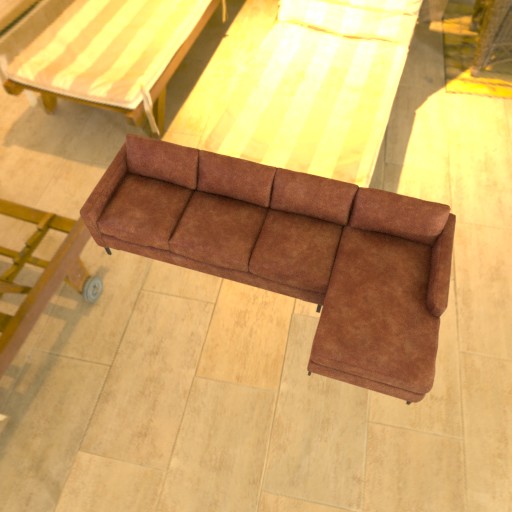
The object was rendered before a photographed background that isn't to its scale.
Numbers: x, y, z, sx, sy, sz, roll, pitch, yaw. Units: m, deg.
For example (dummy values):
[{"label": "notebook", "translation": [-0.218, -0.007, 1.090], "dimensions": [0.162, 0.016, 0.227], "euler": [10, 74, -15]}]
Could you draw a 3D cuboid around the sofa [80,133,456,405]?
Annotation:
[{"label": "sofa", "translation": [0.000, 0.000, 3.662], "dimensions": [2.993, 0.859, 1.471], "euler": [15, 58, 9]}]
